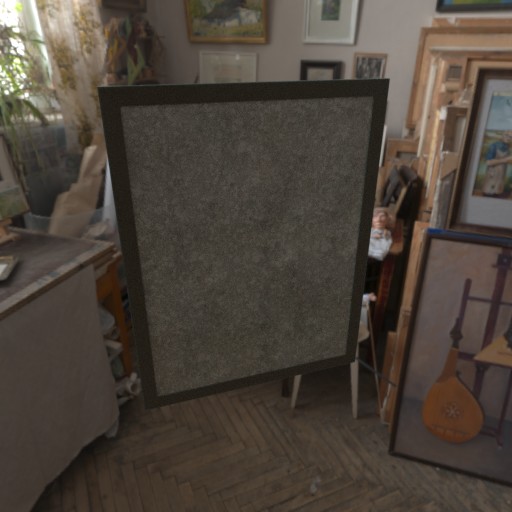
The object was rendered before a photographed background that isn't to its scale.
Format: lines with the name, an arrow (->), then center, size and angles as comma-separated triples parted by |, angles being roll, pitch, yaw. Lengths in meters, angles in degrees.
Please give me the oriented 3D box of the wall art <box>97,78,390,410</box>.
wall art -> 0.000, 0.000, 1.339 | 0.767, 0.983, 0.030 | -8, 27, -16
